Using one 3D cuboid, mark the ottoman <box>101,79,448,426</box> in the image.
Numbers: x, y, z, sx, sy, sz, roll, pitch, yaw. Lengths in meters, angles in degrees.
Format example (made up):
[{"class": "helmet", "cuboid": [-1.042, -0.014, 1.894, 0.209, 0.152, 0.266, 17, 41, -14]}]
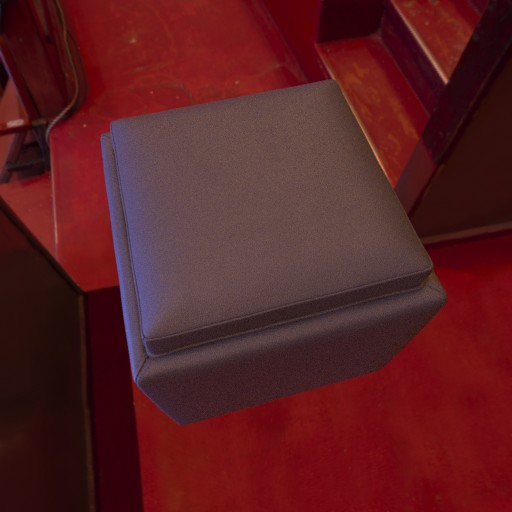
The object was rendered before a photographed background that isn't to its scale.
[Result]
[{"class": "ottoman", "cuboid": [0.000, 0.000, 0.815, 0.451, 0.460, 0.450, -13, 62, -7]}]
